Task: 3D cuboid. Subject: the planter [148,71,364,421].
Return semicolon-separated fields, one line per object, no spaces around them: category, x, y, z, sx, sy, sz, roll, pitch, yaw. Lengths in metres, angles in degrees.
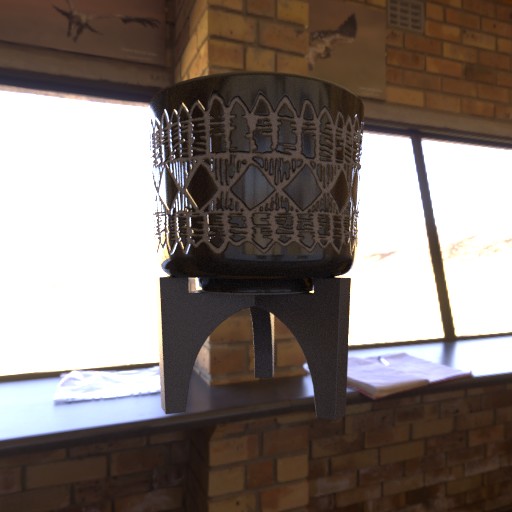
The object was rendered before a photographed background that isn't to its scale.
planter;0.000;0.000;0.412;0.196;0.264;0.196;0;0;37
